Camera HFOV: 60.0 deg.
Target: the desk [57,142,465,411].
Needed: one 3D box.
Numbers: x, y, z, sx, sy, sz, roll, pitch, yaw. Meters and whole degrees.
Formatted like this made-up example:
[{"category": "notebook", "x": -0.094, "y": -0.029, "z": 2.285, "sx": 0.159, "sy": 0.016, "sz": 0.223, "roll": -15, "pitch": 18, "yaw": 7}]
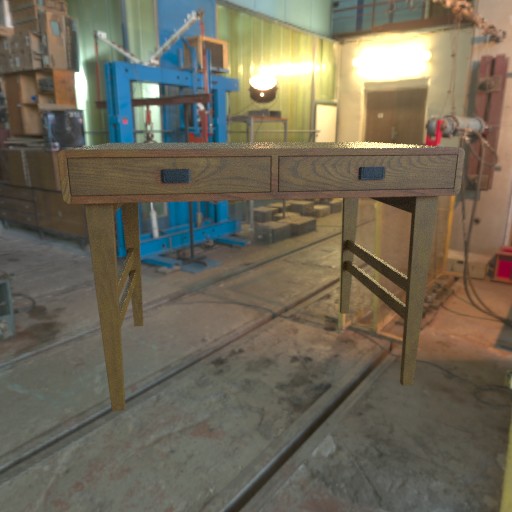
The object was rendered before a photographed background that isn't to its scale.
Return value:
[{"category": "desk", "x": 0.000, "y": 0.000, "z": 1.551, "sx": 1.066, "sy": 0.754, "sz": 0.660, "roll": -2, "pitch": 16, "yaw": -8}]
